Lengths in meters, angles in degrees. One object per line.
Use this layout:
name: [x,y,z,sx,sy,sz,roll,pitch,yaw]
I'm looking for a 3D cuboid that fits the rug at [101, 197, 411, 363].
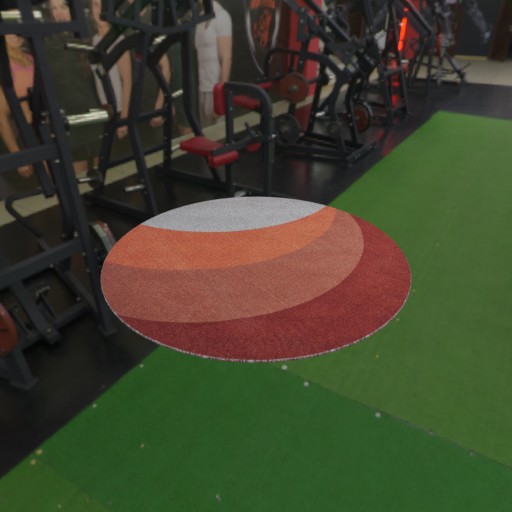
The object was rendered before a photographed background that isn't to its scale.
rug: [0.000,0.000,2.257,1.514,0.015,1.514,0,30,0]
